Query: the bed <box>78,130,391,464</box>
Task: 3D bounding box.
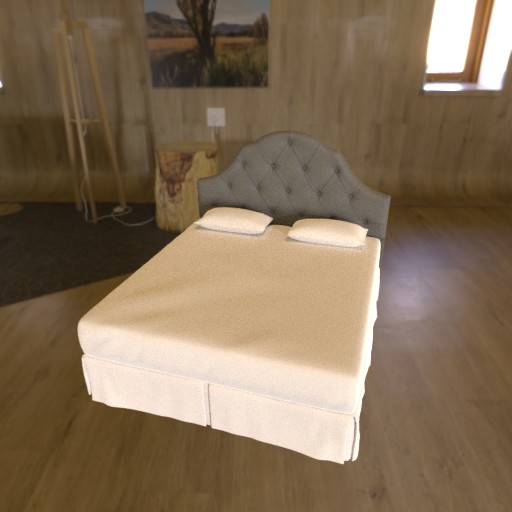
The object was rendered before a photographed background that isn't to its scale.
[{"bbox_3d":[0.000,0.000,3.588,2.008,1.615,2.214,8,27,16],"label":"bed"}]
